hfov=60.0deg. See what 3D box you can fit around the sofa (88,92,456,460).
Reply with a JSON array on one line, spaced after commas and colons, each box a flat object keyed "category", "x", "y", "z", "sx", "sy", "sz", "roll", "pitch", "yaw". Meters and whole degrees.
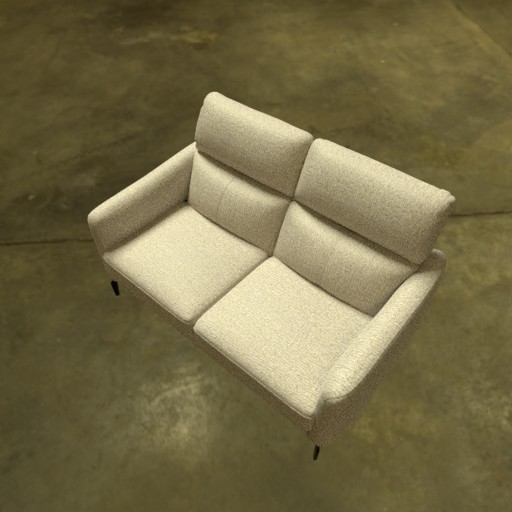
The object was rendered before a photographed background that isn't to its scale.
[{"category": "sofa", "x": 0.000, "y": 0.000, "z": 2.125, "sx": 1.540, "sy": 0.950, "sz": 0.905, "roll": 32, "pitch": 54, "yaw": 27}]
